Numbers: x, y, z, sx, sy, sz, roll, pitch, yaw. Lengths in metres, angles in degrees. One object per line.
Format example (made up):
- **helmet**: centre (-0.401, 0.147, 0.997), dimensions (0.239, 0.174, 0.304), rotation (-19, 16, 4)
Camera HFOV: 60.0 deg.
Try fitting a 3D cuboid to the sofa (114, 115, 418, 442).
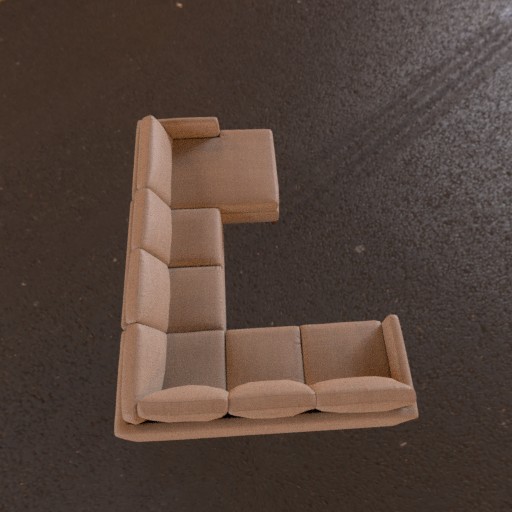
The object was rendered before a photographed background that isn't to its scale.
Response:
- **sofa**: centre (0.000, 0.000, 4.665), dimensions (2.594, 0.961, 3.460), rotation (-3, 64, -1)
